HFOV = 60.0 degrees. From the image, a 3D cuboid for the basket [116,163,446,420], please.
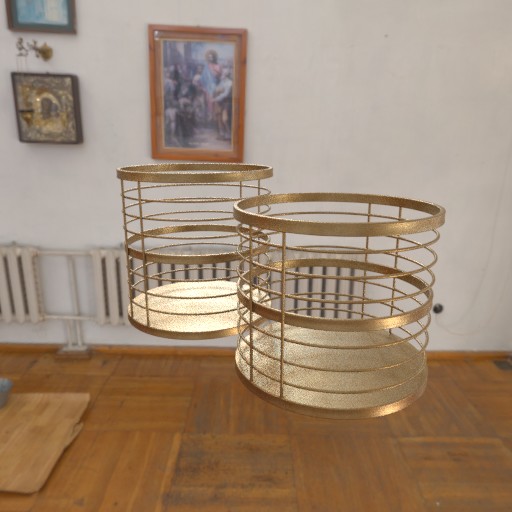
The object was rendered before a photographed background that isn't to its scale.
[{"bbox_3d":[0.000,0.000,0.936,0.356,0.351,0.746,-14,21,-43],"label":"basket"}]
